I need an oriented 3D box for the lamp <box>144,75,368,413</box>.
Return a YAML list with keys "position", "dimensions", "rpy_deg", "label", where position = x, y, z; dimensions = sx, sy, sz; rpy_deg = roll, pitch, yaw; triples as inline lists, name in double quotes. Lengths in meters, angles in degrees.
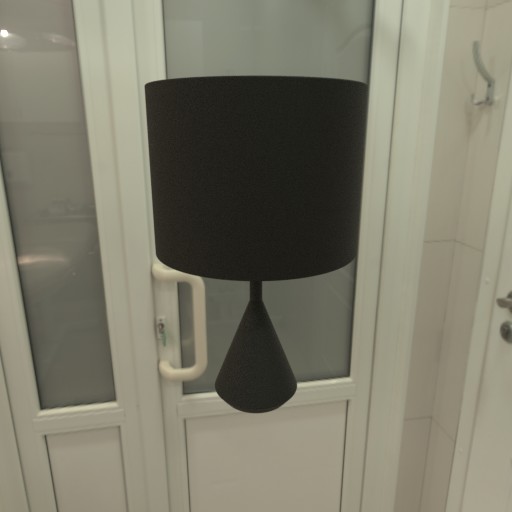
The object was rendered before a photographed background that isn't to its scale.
- position: [0.000, 0.000, 0.816]
  dimensions: [0.359, 0.584, 0.359]
  rpy_deg: [-3, 17, -10]
  label: "lamp"
